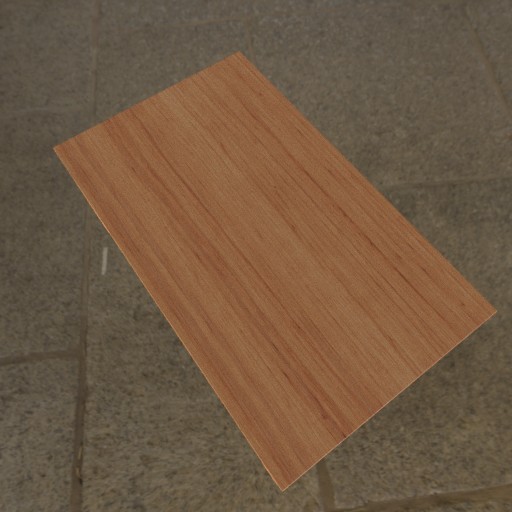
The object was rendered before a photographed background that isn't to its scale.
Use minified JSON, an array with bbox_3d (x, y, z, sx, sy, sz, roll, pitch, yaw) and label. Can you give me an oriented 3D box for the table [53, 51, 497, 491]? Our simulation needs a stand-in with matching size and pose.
[{"bbox_3d":[0.000,0.000,1.449,0.695,0.457,1.146,-34,70,-14],"label":"table"}]
